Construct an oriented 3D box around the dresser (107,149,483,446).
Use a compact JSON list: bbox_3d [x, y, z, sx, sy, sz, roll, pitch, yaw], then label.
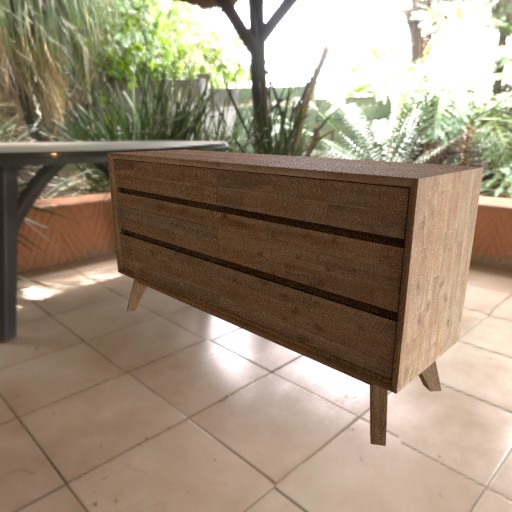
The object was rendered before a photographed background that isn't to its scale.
[{"bbox_3d":[0.000,0.000,1.869,1.554,0.805,0.455,15,22,42],"label":"dresser"}]
